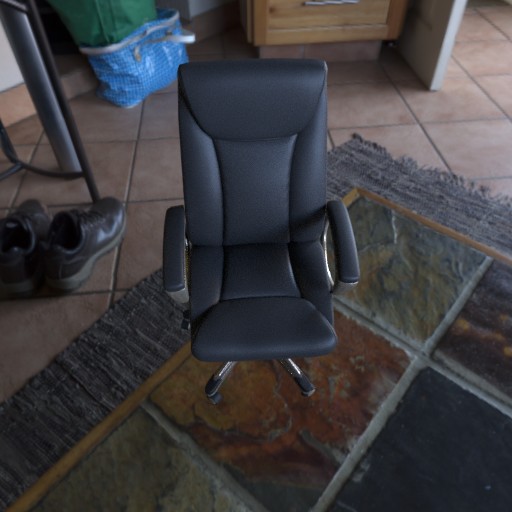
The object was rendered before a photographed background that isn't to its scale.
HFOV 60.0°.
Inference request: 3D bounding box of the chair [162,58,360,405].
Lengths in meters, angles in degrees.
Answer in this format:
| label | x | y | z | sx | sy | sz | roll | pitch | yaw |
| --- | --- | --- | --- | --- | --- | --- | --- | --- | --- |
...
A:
| label | x | y | z | sx | sy | sz | roll | pitch | yaw |
| --- | --- | --- | --- | --- | --- | --- | --- | --- | --- |
| chair | 0.000 | 0.000 | 1.621 | 0.694 | 1.188 | 0.748 | -3 | 47 | -2 |
